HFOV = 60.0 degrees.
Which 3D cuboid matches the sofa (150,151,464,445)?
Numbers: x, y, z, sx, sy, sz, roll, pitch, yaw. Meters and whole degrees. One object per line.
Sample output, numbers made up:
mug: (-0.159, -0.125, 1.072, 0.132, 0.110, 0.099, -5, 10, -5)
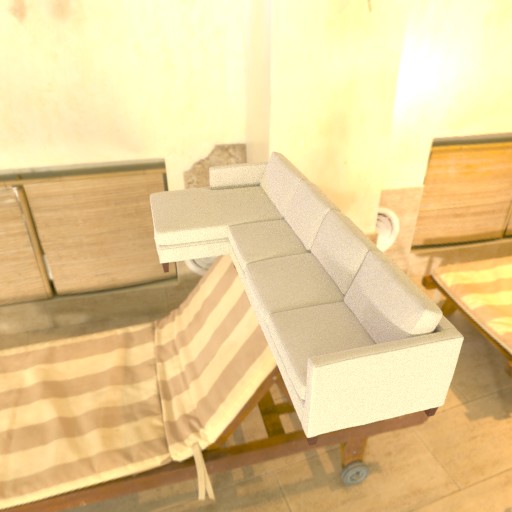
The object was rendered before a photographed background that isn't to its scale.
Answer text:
sofa: (0.000, 0.000, 3.779, 1.625, 0.846, 3.186, -8, 32, -13)
